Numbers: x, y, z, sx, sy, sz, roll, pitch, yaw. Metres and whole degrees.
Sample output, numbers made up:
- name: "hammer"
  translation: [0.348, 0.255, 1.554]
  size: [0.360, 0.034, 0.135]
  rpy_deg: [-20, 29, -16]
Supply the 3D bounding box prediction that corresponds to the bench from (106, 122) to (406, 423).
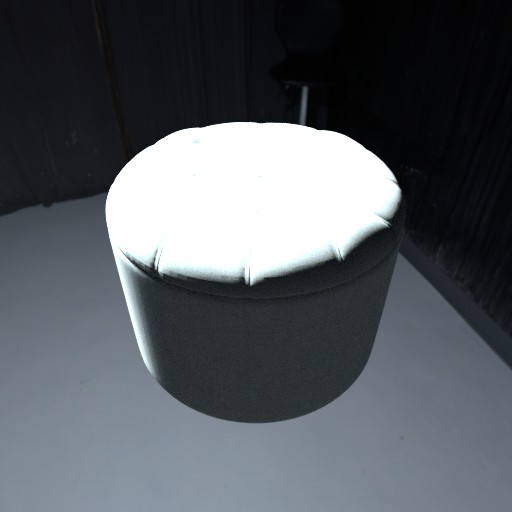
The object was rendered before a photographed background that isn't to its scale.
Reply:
- name: "bench"
  translation: [0.000, 0.000, 1.017]
  size: [0.600, 0.453, 0.600]
  rpy_deg: [0, 40, 0]
